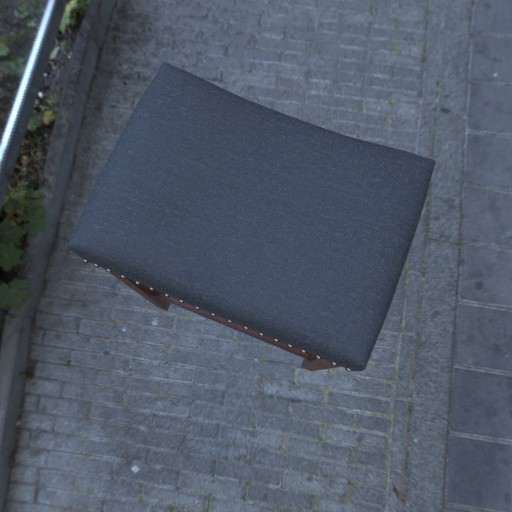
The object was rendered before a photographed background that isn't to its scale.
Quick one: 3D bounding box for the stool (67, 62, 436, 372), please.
[{"bbox_3d":[0.000,0.000,1.012,0.502,0.748,0.366,22,78,5],"label":"stool"}]
